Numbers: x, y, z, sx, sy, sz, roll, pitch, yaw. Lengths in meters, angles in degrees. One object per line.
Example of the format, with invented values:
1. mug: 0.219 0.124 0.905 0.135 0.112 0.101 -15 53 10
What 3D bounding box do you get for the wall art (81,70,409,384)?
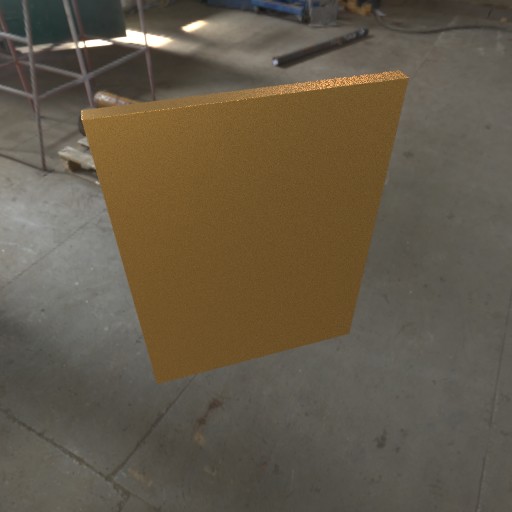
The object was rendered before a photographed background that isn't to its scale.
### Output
1. wall art: 0.000 0.000 1.082 0.610 0.812 0.038 -12 44 -12
